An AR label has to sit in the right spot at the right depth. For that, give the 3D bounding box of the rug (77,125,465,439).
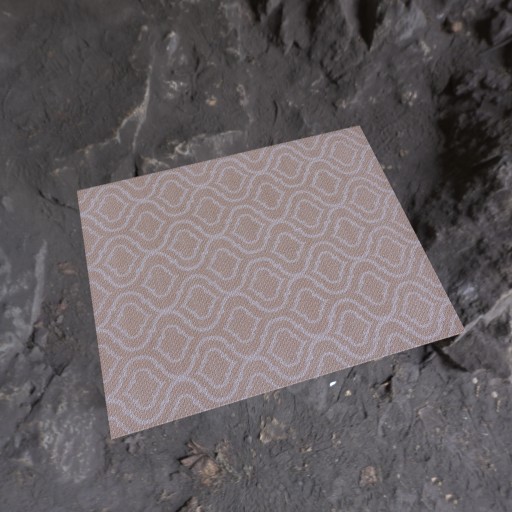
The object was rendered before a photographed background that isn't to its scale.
[{"bbox_3d":[0.000,0.000,3.921,2.894,0.013,2.286,-15,65,-7],"label":"rug"}]
